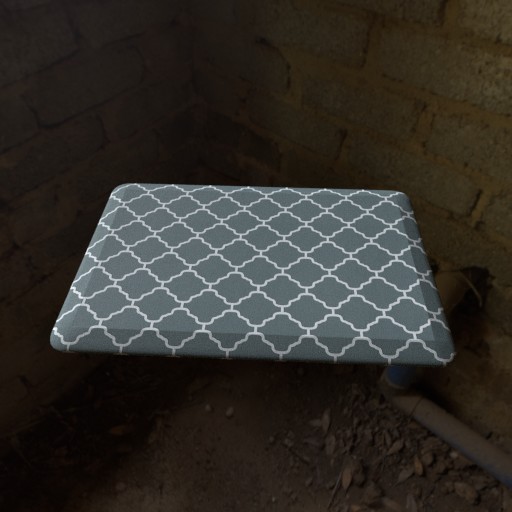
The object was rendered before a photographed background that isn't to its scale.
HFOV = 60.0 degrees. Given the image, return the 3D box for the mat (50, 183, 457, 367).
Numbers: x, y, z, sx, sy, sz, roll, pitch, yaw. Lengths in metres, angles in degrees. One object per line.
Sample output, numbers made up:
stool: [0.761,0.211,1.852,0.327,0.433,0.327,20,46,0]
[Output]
mat: [0.000,0.000,0.977,0.762,0.021,0.508,2,46,2]
